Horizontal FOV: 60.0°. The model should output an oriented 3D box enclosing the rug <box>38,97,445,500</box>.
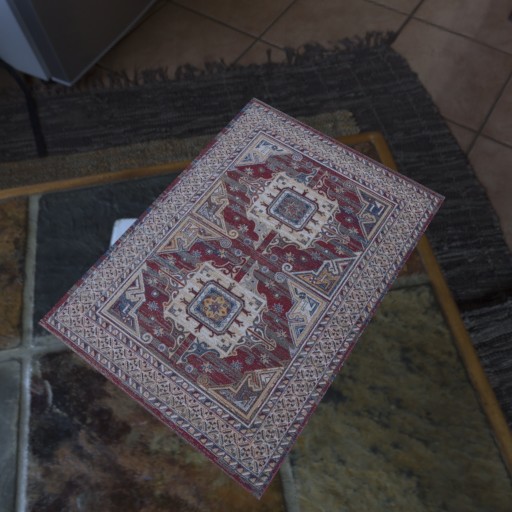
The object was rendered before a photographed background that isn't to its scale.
[{"bbox_3d":[0.000,0.000,2.822,1.599,0.011,2.210,32,68,15],"label":"rug"}]
